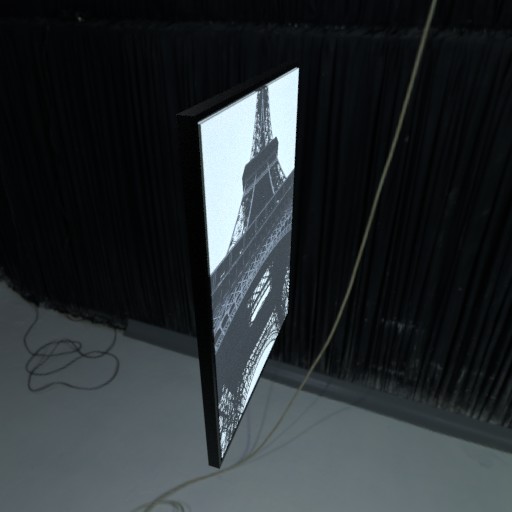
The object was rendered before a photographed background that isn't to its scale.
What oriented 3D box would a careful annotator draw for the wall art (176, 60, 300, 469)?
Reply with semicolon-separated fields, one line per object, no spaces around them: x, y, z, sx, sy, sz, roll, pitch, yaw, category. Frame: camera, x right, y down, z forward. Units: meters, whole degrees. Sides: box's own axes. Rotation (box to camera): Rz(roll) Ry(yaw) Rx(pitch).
0.000;0.000;1.421;0.040;1.062;0.805;10;32;16;wall art
